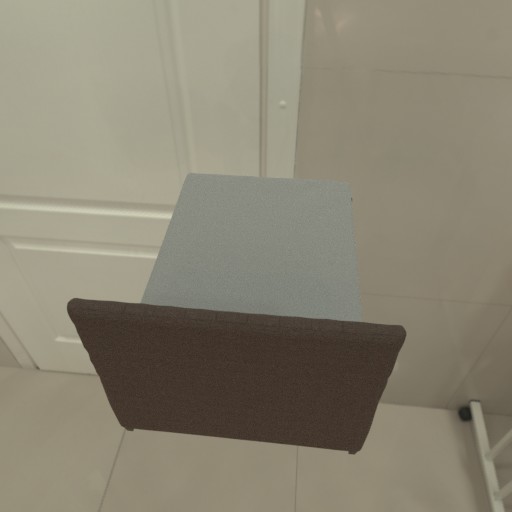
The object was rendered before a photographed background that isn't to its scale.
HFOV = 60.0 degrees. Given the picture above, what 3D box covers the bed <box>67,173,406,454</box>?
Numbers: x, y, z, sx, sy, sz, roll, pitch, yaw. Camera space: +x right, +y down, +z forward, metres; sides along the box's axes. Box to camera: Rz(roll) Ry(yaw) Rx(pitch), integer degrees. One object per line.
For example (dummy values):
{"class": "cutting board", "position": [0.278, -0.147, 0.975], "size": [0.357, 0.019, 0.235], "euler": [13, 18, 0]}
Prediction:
{"class": "bed", "position": [0.000, 0.000, 3.461], "size": [1.698, 1.427, 2.387], "euler": [4, 46, 4]}
